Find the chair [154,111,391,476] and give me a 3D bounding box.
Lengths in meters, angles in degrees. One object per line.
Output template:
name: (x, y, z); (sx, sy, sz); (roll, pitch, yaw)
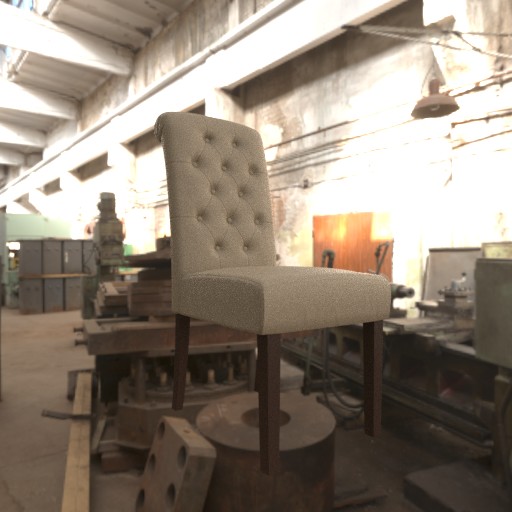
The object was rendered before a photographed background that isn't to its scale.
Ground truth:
chair: (0.000, 0.000, 1.389); (0.456, 1.006, 0.671); (0, 0, -36)
